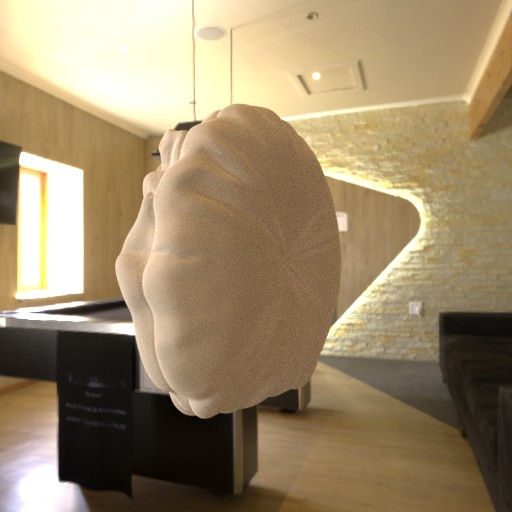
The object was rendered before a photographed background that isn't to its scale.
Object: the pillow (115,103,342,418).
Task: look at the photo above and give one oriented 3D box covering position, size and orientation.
[{"bbox_3d":[0.000,0.000,0.630,0.148,0.407,0.428,0,0,34],"label":"pillow"}]
